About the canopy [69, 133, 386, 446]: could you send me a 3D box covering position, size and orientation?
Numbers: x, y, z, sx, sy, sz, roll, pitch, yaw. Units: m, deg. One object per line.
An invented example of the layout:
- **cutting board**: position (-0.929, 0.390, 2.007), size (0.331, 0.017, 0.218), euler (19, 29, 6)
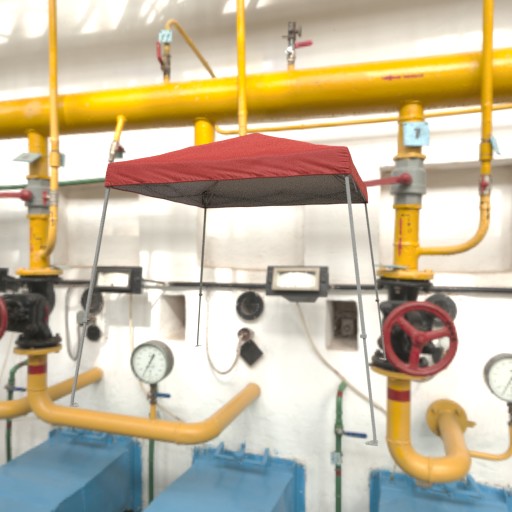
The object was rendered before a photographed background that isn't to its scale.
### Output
- **canopy**: position (0.000, 0.000, 6.501), size (3.599, 3.600, 3.600), euler (0, 1, 18)
